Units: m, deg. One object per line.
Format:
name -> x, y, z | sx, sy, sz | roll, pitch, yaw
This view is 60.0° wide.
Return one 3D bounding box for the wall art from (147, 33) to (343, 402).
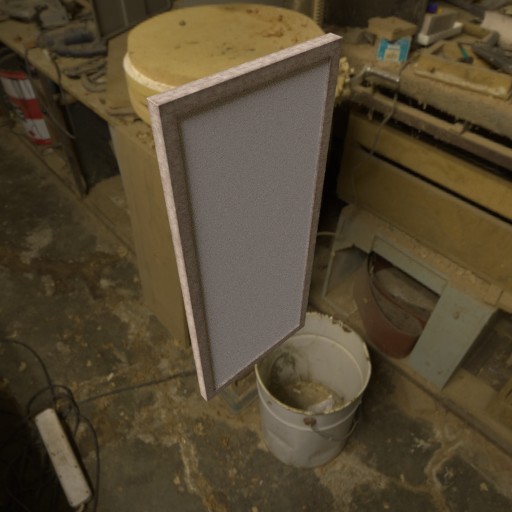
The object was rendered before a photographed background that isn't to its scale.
wall art -> 0.000, 0.000, 1.704 | 0.648, 1.461, 0.051 | -32, 54, -28
